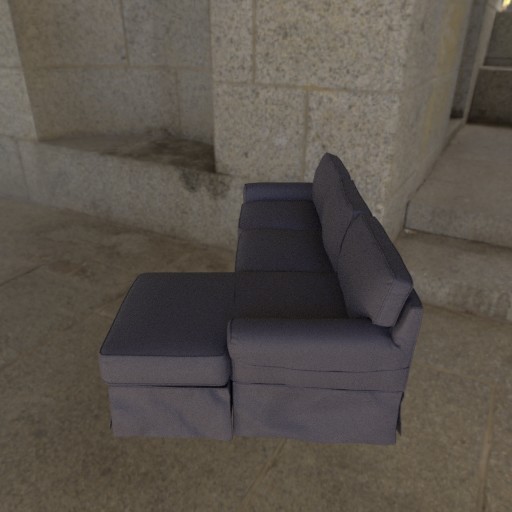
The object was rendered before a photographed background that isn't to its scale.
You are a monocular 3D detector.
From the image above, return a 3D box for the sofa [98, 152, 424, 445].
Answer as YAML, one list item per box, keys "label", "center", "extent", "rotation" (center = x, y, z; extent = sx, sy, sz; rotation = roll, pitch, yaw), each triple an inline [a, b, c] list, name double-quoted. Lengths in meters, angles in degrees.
- label: "sofa"
  center: [0.000, 0.000, 3.309]
  extent: [1.637, 1.039, 2.518]
  rotation: [0, 27, 1]
